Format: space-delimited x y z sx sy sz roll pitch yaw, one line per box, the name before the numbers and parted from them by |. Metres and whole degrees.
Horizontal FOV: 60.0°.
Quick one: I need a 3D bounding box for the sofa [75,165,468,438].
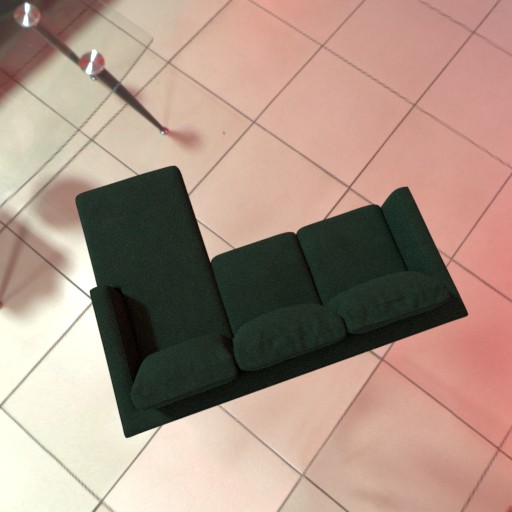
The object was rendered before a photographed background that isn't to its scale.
sofa | 0.000 0.000 2.855 2.030 0.899 1.580 -18 75 -5
